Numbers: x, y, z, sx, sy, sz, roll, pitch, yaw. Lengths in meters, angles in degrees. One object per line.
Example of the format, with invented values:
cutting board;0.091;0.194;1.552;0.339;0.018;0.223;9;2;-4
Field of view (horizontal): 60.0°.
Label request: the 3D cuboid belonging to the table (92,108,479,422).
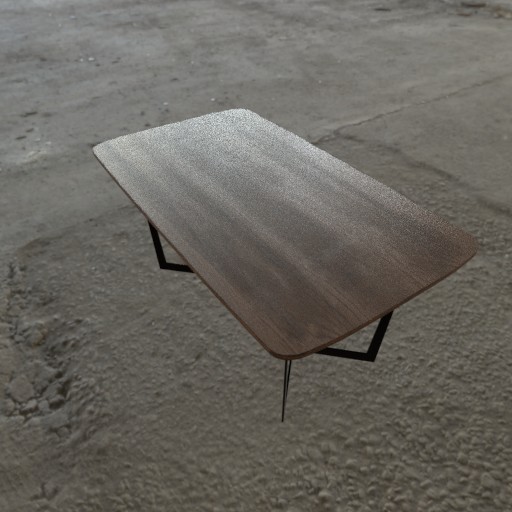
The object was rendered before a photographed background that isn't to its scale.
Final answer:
table;0.000;0.000;2.148;0.949;0.765;1.643;-24;45;-26
